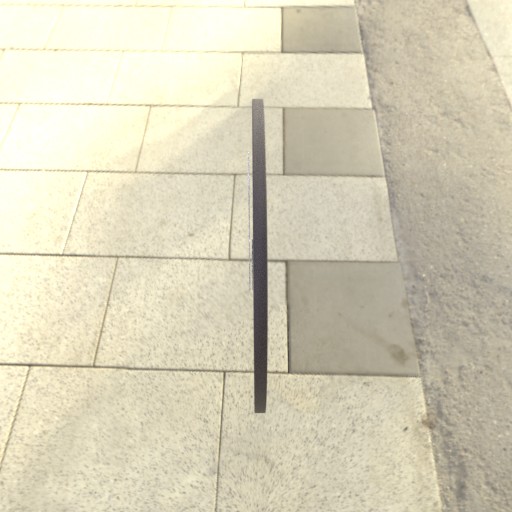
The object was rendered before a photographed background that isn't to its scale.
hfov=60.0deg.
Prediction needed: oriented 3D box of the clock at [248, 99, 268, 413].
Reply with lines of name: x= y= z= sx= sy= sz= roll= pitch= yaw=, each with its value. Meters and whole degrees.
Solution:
clock: x=0.000 y=0.000 z=0.891 sx=0.029 sy=0.595 sz=0.595 roll=0 pitch=59 yaw=0
